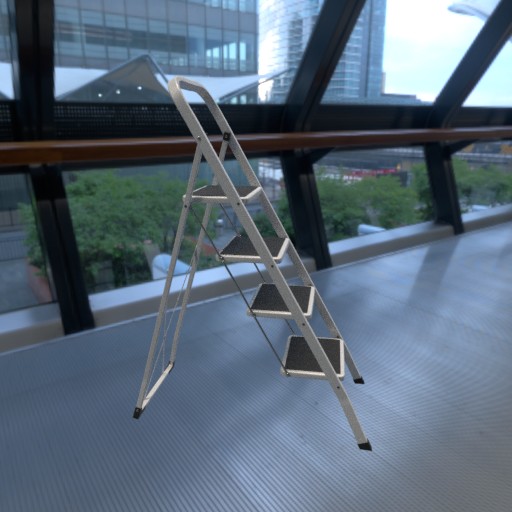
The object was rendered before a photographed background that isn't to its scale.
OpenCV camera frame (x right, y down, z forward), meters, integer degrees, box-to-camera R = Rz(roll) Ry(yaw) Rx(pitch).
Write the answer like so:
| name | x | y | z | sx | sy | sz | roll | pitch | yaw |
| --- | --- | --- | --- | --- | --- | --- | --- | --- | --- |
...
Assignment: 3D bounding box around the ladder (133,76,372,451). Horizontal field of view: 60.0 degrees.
| name | x | y | z | sx | sy | sz | roll | pitch | yaw |
| --- | --- | --- | --- | --- | --- | --- | --- | --- | --- |
| ladder | 0.000 | 0.000 | 1.689 | 0.914 | 1.265 | 0.460 | 3 | 16 | 9 |
